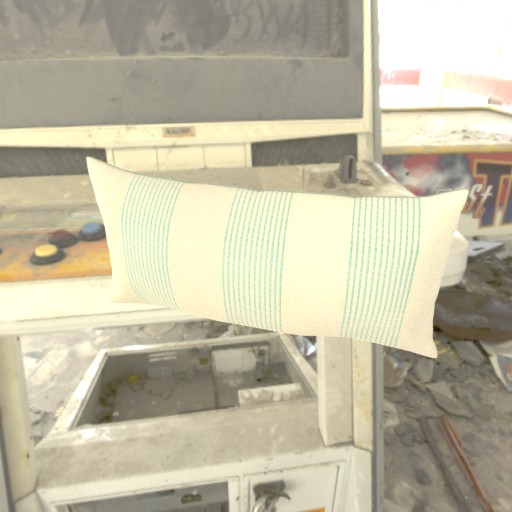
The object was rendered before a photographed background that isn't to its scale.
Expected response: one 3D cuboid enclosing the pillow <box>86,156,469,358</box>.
[{"bbox_3d":[0.000,0.000,0.735,0.610,0.287,0.151,8,27,15],"label":"pillow"}]
